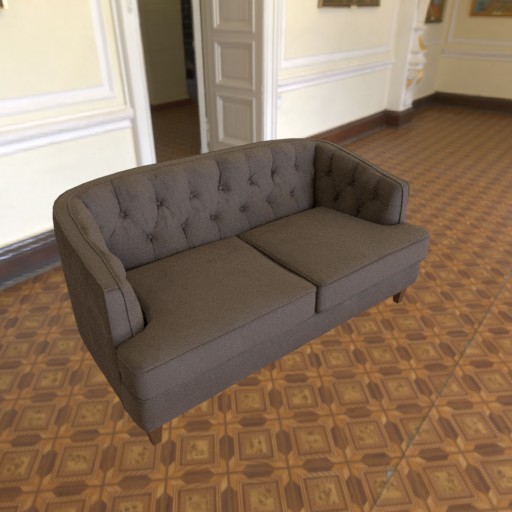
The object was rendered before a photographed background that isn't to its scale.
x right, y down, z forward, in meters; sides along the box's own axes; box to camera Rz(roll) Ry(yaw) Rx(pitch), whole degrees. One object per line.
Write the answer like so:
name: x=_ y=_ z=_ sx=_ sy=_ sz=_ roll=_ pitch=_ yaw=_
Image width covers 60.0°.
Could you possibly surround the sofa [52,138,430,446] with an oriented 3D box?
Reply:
sofa: x=0.000 y=0.000 z=2.245 sx=1.733 sy=0.855 sz=0.941 roll=-21 pitch=36 yaw=-32
